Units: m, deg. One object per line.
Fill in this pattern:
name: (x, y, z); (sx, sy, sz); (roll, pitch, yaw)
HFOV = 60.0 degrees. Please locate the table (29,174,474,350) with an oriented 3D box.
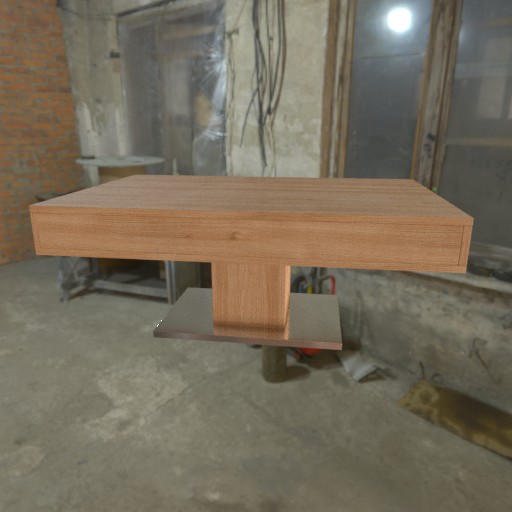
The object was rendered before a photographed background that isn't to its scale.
table: (0.000, 0.000, 1.478); (1.100, 0.440, 0.700); (2, 17, 8)
